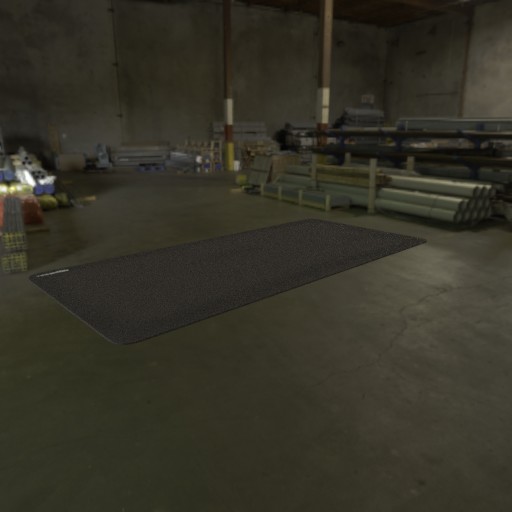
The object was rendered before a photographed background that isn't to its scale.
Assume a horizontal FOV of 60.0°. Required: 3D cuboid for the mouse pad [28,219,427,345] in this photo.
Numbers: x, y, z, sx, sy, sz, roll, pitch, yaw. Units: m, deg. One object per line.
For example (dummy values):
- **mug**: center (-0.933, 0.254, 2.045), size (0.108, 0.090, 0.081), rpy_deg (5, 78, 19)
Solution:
- **mouse pad**: center (0.000, 0.000, 1.056), size (0.907, 0.003, 0.424), rpy_deg (-14, 21, -41)
